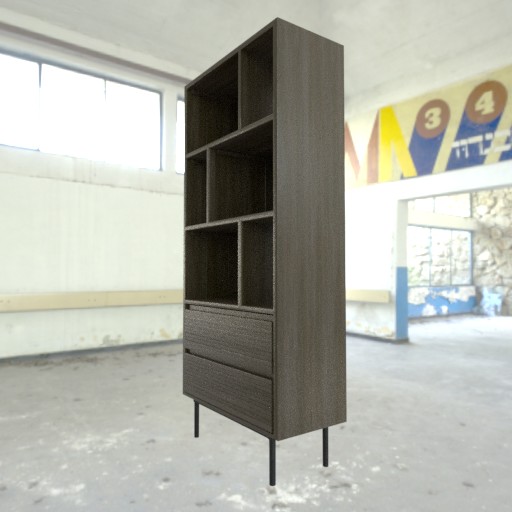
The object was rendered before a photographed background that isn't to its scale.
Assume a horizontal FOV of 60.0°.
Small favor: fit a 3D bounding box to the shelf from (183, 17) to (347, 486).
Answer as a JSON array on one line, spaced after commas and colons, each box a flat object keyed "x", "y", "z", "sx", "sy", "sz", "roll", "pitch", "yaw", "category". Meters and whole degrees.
[{"x": 0.000, "y": 0.000, "z": 1.790, "sx": 0.323, "sy": 1.545, "sz": 0.670, "roll": 2, "pitch": -3, "yaw": -36, "category": "shelf"}]
